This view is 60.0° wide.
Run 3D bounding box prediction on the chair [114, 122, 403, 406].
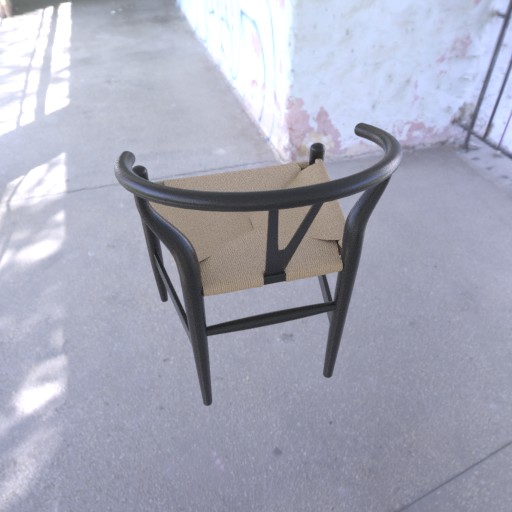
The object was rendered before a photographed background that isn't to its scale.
[{"bbox_3d":[0.000,0.000,1.113,0.570,0.739,0.570,-10,43,-11],"label":"chair"}]
